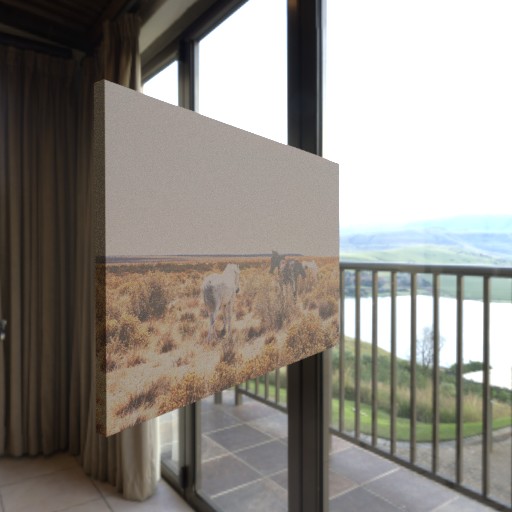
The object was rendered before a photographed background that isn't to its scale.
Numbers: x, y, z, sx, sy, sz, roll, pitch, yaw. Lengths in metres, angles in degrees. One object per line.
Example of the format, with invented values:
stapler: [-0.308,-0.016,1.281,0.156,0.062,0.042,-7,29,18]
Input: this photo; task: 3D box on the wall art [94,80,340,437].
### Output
wall art: [0.000,0.000,1.886,0.051,1.016,1.520,1,1,36]
